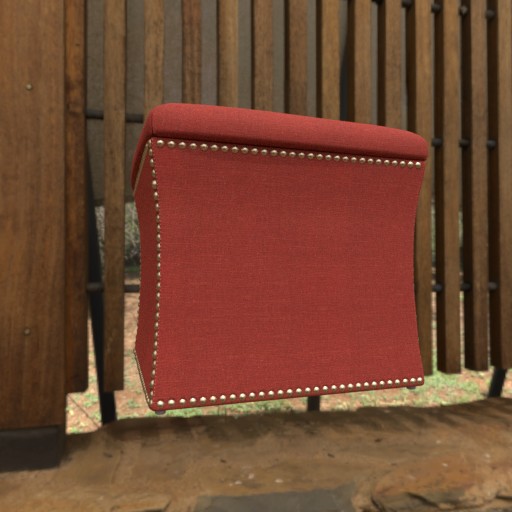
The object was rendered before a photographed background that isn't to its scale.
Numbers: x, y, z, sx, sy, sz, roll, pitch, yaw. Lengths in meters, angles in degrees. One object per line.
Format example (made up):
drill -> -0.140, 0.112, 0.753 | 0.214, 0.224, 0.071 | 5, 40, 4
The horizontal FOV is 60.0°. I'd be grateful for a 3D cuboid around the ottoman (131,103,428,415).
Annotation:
ottoman -> 0.000, 0.000, 0.922 | 0.497, 0.475, 0.507 | 1, -2, -18
